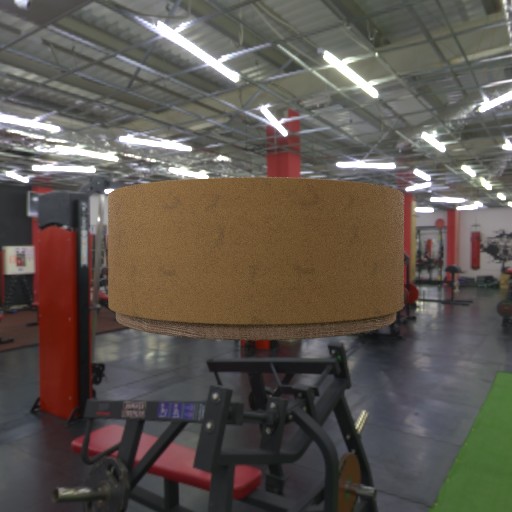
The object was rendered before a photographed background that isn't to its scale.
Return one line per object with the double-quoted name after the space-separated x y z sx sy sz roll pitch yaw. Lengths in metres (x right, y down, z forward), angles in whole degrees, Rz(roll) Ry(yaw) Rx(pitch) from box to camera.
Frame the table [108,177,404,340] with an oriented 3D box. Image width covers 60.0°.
0.000 0.000 1.581 1.001 0.409 1.001 0 1 0 "table"
